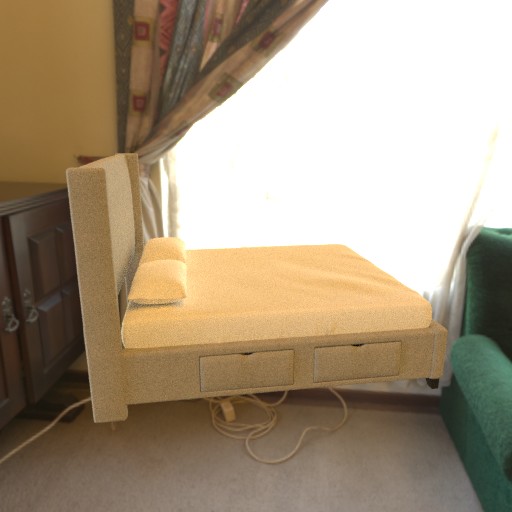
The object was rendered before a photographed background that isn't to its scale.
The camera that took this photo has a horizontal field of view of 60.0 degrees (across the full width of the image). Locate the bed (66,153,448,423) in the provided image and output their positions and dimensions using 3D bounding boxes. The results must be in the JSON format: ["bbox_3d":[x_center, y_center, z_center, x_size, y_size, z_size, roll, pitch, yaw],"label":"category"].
[{"bbox_3d":[0.000,0.000,3.424,2.222,1.491,1.774,-2,16,-9],"label":"bed"}]
